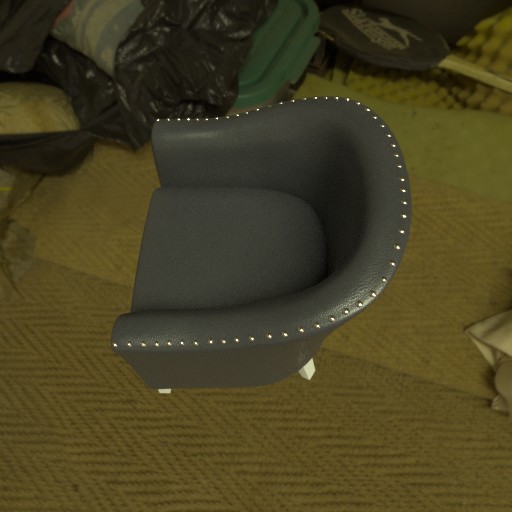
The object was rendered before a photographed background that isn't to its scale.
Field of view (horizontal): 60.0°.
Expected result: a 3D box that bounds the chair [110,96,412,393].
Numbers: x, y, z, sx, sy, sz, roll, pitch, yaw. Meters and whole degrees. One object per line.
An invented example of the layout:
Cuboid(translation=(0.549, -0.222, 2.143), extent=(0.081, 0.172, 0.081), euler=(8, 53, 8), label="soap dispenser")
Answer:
Cuboid(translation=(0.000, 0.000, 1.431), extent=(0.748, 0.823, 0.794), euler=(1, 59, 1), label="chair")
